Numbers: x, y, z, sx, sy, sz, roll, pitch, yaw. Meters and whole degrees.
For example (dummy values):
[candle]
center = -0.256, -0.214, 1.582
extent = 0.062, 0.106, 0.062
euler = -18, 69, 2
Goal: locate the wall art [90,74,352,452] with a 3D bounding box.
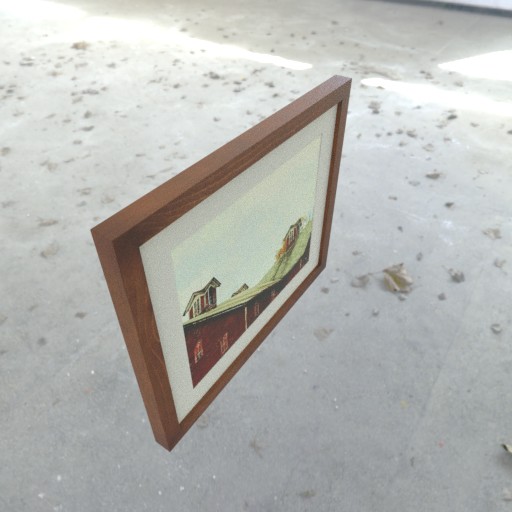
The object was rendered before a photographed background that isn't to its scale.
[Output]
[wall art]
center = 0.000, 0.000, 0.775
extent = 0.033, 0.457, 0.558
euler = 24, 47, 25
